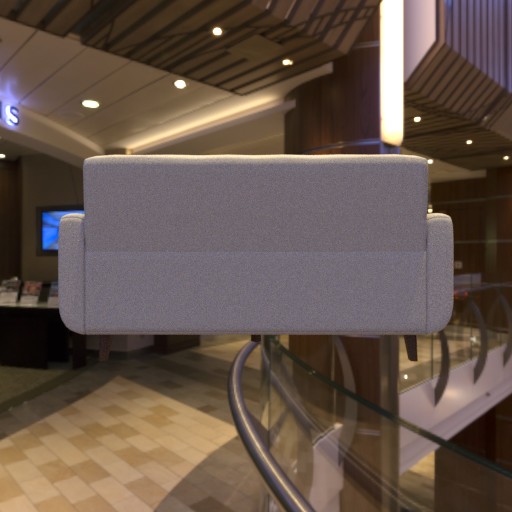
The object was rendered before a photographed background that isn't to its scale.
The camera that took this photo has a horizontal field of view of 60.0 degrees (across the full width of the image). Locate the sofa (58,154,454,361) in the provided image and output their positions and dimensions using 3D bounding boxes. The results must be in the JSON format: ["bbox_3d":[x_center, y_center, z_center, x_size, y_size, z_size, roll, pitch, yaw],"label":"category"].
[{"bbox_3d":[0.000,0.000,2.279,1.655,0.892,0.980,0,0,0],"label":"sofa"}]
